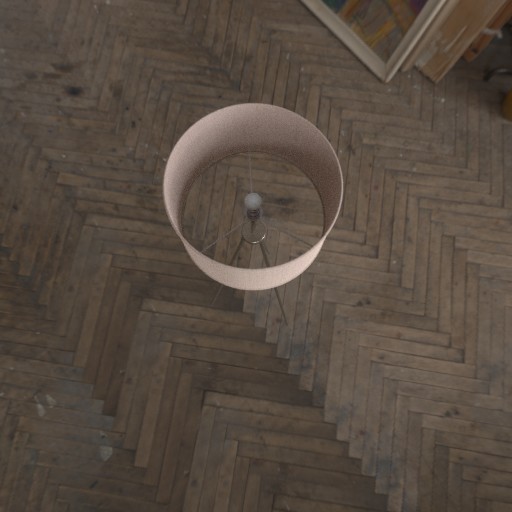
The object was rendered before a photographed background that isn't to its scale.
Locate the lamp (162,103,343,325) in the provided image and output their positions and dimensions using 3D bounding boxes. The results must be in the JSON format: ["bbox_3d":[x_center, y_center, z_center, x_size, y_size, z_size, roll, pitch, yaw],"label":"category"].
[{"bbox_3d":[0.000,0.000,1.753,0.449,1.545,0.460,14,76,4],"label":"lamp"}]
